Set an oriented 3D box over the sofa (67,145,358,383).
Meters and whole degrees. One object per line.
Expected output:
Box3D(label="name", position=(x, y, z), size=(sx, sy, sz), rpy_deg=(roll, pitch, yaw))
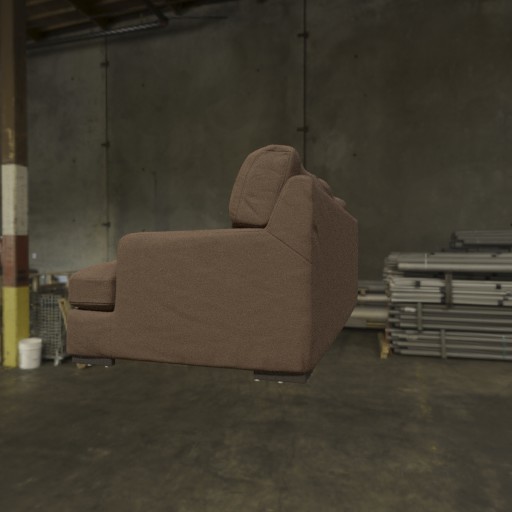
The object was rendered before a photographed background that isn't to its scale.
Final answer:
Box3D(label="sofa", position=(0.000, 0.000, 2.870), size=(1.140, 0.950, 2.274), rpy_deg=(0, 1, 17))
